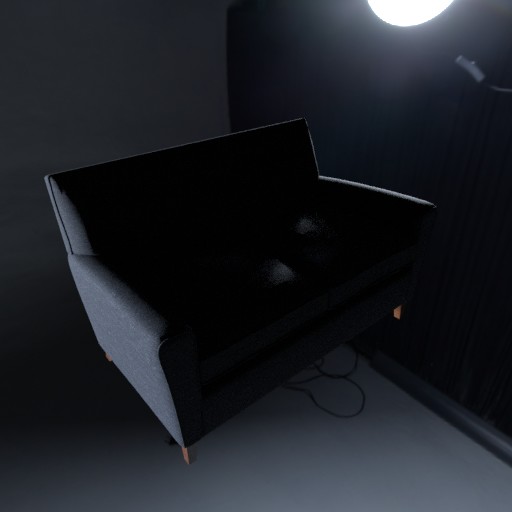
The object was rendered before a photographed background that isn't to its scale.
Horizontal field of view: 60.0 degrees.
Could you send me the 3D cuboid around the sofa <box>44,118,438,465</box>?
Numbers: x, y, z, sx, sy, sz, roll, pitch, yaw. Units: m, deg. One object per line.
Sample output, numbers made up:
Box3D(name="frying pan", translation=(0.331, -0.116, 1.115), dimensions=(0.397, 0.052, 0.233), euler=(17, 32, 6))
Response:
Box3D(name="sofa", translation=(0.000, 0.000, 1.952), dimensions=(1.420, 0.846, 0.875), euler=(-23, 38, -34))
